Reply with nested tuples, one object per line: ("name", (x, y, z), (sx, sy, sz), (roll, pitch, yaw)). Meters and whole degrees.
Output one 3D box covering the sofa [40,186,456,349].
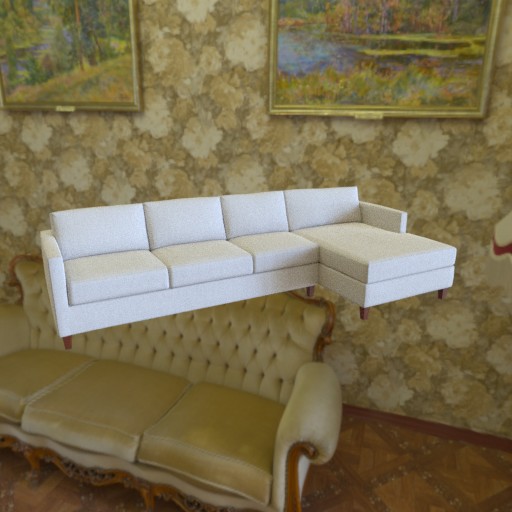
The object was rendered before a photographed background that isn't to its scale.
("sofa", (0.000, 0.000, 4.060), (3.471, 0.954, 1.599), (-9, 19, -27))
